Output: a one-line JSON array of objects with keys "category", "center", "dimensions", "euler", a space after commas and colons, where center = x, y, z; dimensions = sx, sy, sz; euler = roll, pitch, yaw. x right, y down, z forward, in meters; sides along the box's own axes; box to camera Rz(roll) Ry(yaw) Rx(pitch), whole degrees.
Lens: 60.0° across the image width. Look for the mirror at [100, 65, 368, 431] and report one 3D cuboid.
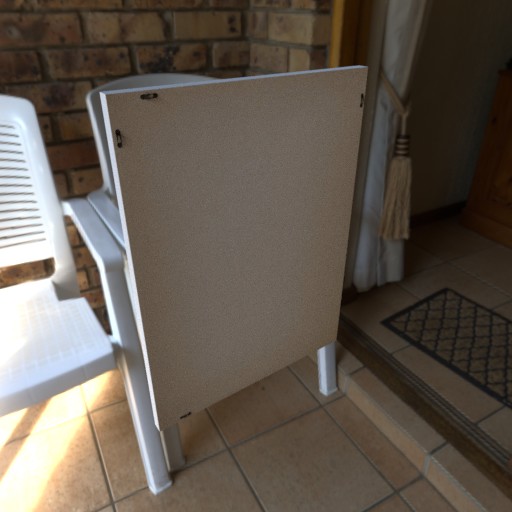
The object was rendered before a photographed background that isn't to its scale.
[{"category": "mirror", "center": [0.000, 0.000, 1.346], "dimensions": [0.762, 1.016, 0.040], "euler": [-19, 35, -30]}]
